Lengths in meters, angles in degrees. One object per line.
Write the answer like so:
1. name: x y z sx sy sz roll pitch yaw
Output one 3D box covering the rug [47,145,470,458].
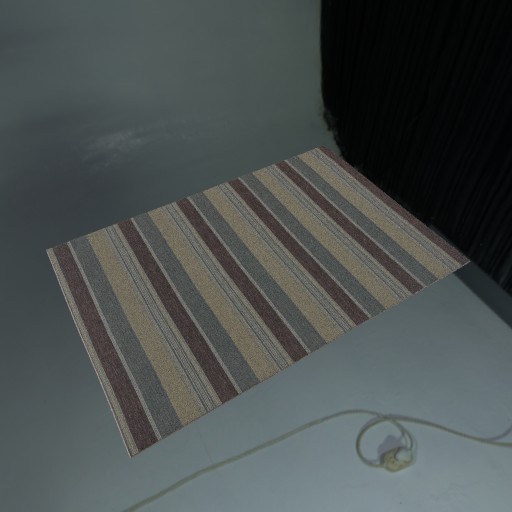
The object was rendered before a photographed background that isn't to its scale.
1. rug: 0.000 0.000 2.290 1.829 0.008 1.219 -25 52 -21
